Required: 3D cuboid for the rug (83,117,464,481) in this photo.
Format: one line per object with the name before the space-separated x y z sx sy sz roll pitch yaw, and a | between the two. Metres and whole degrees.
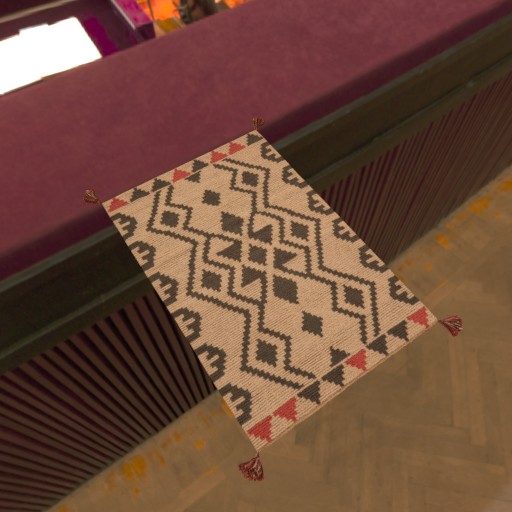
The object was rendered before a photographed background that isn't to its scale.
rug | 0.000 0.000 2.677 1.444 0.067 2.069 -30 63 -17
